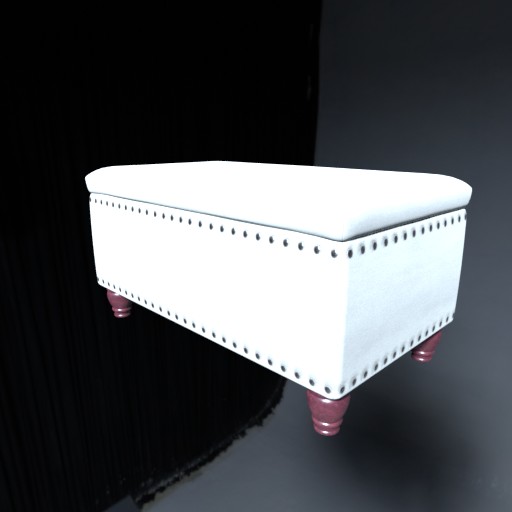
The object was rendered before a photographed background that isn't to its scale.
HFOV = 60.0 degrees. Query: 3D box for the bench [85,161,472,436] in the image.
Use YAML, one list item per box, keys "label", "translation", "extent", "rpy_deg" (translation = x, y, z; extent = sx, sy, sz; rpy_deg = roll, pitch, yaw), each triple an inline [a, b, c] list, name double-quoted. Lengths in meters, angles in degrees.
- label: "bench"
  translation: [0.000, 0.000, 1.176]
  extent: [0.500, 0.449, 0.887]
  rpy_deg: [-14, 21, -43]
